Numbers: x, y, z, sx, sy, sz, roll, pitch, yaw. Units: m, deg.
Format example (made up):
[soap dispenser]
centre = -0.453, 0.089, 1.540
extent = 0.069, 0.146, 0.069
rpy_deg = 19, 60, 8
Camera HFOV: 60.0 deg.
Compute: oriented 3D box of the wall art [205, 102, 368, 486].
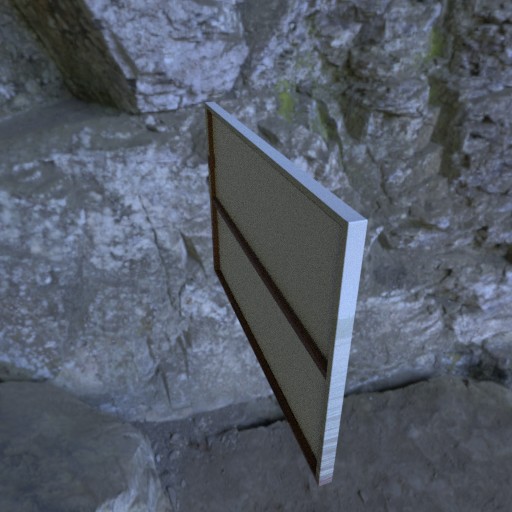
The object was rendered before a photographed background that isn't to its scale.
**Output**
[wall art]
centre = 0.000, 0.000, 1.450
extent = 0.040, 0.765, 1.149
rpy_deg = -9, 31, -16
